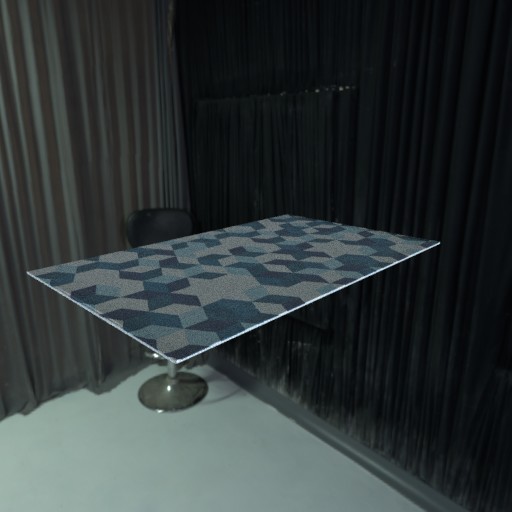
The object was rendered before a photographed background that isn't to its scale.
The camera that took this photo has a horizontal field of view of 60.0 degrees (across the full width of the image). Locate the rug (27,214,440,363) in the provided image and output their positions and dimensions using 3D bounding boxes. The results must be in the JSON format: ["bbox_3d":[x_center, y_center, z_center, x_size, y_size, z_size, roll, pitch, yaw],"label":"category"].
[{"bbox_3d":[0.000,0.000,3.024,1.518,0.015,2.438,16,23,42],"label":"rug"}]
